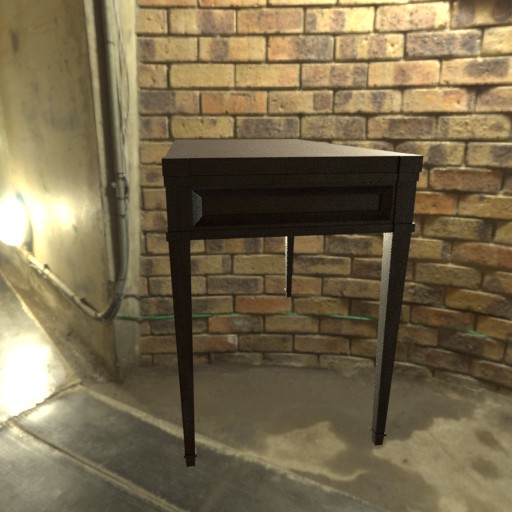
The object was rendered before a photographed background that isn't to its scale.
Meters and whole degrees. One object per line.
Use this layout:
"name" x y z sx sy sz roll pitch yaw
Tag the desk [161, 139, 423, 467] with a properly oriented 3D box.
"desk" 0.000 0.000 1.769 0.630 0.861 1.289 -3 17 -9
